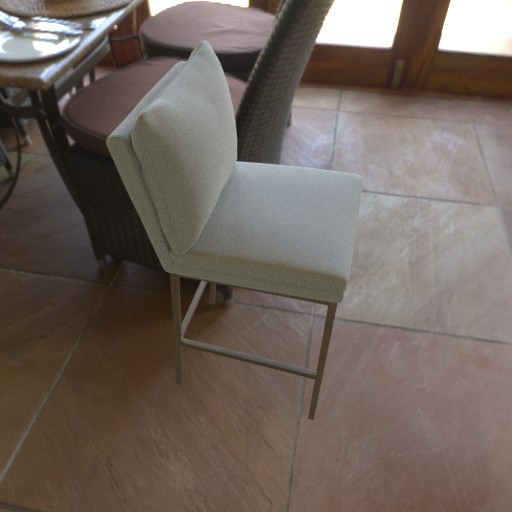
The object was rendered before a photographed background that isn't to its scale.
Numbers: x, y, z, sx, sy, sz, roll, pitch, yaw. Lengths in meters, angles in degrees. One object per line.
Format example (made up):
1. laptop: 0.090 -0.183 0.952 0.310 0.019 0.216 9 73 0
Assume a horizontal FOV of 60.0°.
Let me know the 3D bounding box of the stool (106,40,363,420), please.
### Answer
1. stool: 0.000 0.000 1.397 0.572 1.125 0.463 10 46 10
